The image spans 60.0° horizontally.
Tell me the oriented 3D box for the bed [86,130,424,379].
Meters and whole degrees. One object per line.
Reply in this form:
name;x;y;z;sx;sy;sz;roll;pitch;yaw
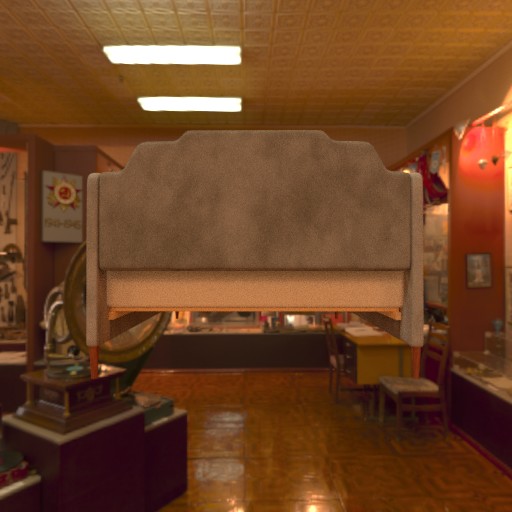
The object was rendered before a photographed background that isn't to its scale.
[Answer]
bed;0.000;0.000;3.362;1.676;1.245;2.340;0;0;0
